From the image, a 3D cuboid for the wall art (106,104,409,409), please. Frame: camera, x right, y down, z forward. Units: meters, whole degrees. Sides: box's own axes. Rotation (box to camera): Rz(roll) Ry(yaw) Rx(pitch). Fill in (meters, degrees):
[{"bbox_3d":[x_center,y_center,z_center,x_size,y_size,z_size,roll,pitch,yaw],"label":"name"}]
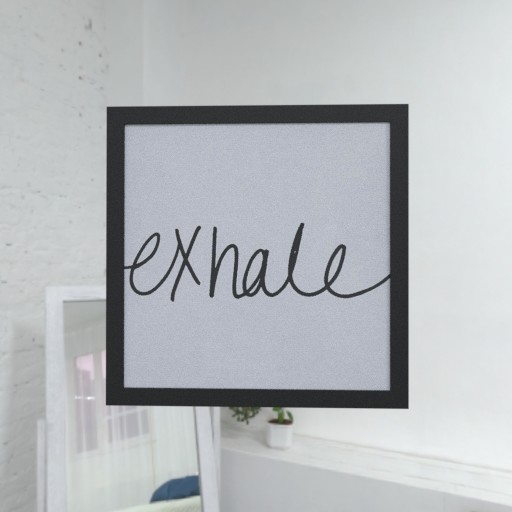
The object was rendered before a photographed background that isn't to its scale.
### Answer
[{"bbox_3d":[0.000,0.000,0.529,0.358,0.357,0.012,0,0,2],"label":"wall art"}]
